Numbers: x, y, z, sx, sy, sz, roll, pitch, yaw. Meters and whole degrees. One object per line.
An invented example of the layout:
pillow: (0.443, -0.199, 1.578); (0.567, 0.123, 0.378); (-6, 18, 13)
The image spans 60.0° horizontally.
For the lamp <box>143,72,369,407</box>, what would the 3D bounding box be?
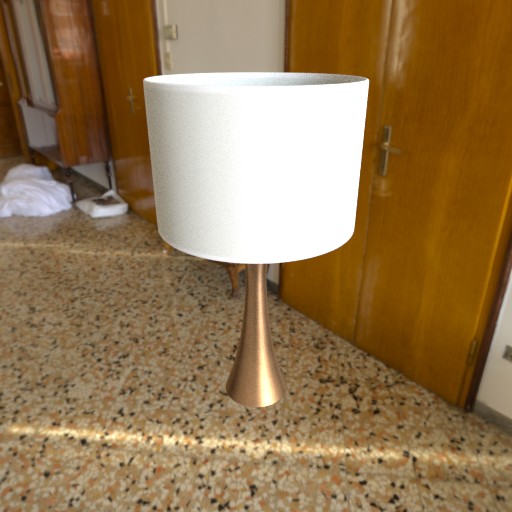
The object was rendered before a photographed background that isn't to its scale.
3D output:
lamp: (0.000, 0.000, 0.641); (0.268, 0.479, 0.268); (7, 26, 14)
